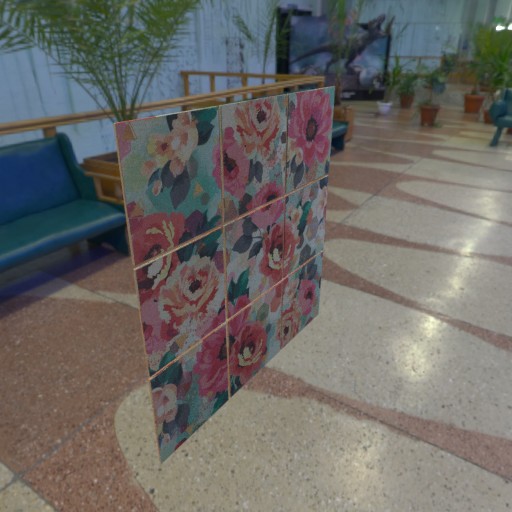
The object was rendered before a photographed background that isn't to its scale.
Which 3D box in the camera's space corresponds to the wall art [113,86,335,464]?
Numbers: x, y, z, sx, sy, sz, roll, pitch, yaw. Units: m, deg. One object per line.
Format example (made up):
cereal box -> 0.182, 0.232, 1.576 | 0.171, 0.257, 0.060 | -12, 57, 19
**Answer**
wall art -> 0.000, 0.000, 2.266 | 0.013, 1.519, 1.521 | 17, 31, 31
